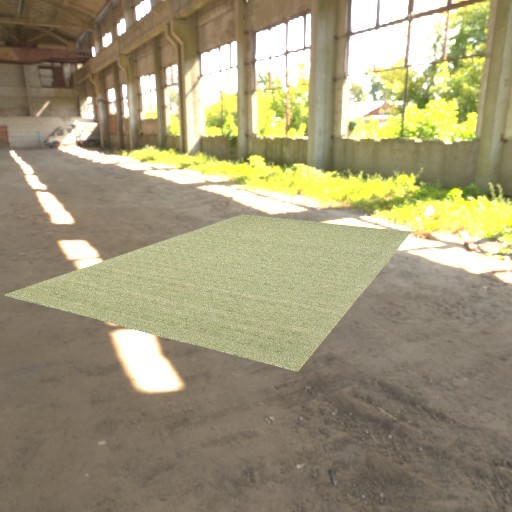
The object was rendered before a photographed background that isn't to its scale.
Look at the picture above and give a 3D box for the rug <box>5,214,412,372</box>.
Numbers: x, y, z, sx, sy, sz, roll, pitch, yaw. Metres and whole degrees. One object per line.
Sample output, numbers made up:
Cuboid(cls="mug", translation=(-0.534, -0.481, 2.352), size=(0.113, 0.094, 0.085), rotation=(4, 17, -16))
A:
Cuboid(cls="rug", translation=(0.000, 0.000, 2.096), size=(1.143, 0.006, 1.747), rotation=(8, 18, 26))
